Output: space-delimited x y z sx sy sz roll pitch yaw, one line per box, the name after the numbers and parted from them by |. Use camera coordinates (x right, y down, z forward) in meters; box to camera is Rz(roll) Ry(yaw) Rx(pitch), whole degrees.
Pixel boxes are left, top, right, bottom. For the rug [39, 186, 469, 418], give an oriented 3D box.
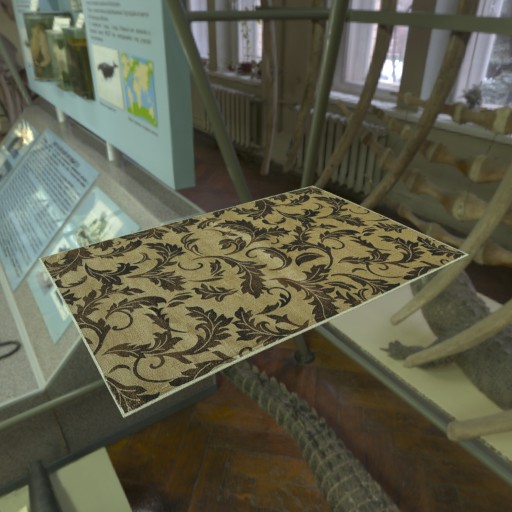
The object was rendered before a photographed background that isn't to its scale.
0.000 0.000 2.815 2.284 0.008 1.522 -19 34 -30 | rug
